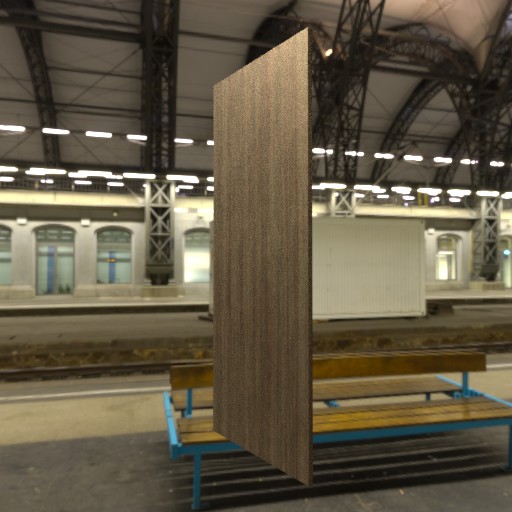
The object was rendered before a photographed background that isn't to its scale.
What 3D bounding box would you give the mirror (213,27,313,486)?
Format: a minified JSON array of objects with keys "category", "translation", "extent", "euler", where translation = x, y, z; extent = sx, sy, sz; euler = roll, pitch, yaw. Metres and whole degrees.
[{"category":"mirror","translation":[0.000,0.000,2.295],"extent":[0.025,2.032,0.812],"euler":[1,-1,-36]}]
